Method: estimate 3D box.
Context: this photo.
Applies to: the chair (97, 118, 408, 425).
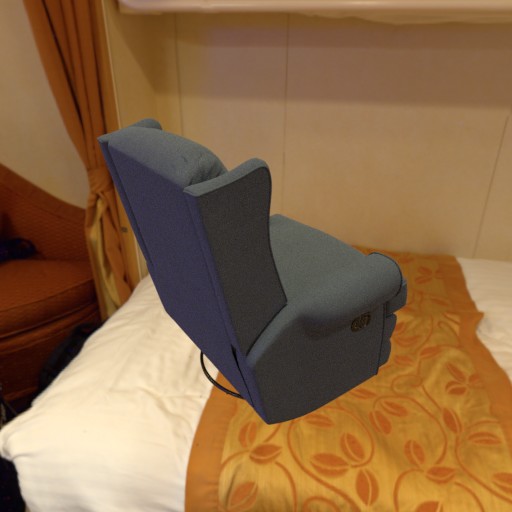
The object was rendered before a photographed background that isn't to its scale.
[{"bbox_3d":[0.000,0.000,1.728,0.877,1.020,0.971,-18,32,-30],"label":"chair"}]
